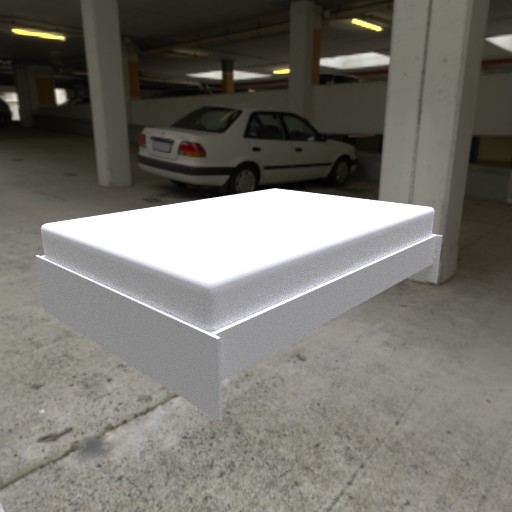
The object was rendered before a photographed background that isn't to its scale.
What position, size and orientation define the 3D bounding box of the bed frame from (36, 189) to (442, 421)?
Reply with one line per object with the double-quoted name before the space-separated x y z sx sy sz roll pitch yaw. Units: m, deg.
"bed frame" 0.000 0.000 2.630 1.445 0.497 1.945 14 22 41
